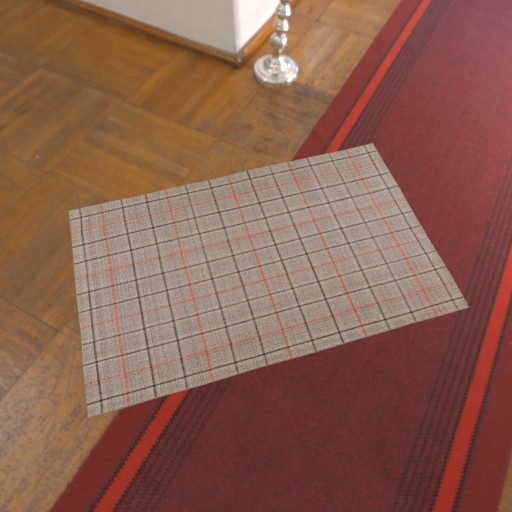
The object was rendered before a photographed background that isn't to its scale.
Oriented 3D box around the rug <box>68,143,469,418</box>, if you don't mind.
[{"bbox_3d":[0.000,0.000,3.073,2.439,0.015,1.524,-14,60,-8],"label":"rug"}]
